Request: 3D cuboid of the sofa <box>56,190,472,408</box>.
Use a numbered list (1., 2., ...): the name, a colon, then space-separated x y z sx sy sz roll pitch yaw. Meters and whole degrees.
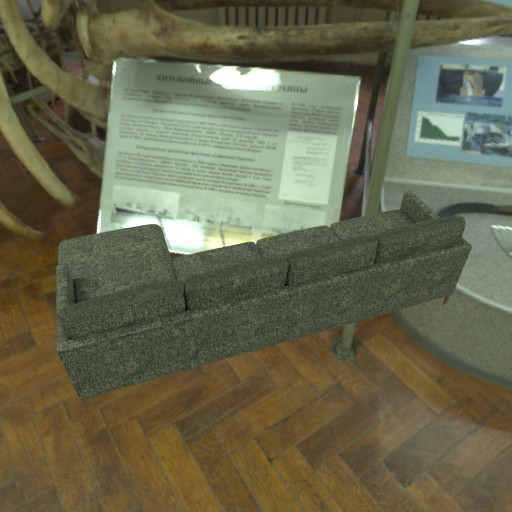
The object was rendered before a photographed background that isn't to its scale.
1. sofa: 0.000 0.000 4.028 3.384 0.970 1.488 -13 43 -14
